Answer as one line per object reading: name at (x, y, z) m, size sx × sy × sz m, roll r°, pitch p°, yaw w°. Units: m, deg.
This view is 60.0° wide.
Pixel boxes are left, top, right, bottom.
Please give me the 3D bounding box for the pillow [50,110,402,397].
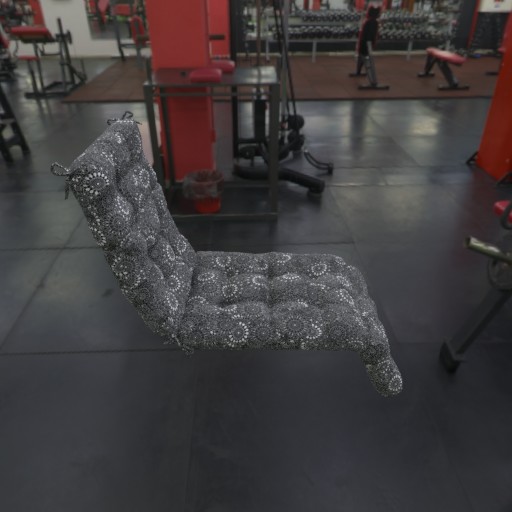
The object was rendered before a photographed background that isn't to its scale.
pillow at (0.000, 0.000, 1.513) m, size 1.016 × 0.863 × 0.526 m, roll 0°, pitch 32°, yaw 0°
